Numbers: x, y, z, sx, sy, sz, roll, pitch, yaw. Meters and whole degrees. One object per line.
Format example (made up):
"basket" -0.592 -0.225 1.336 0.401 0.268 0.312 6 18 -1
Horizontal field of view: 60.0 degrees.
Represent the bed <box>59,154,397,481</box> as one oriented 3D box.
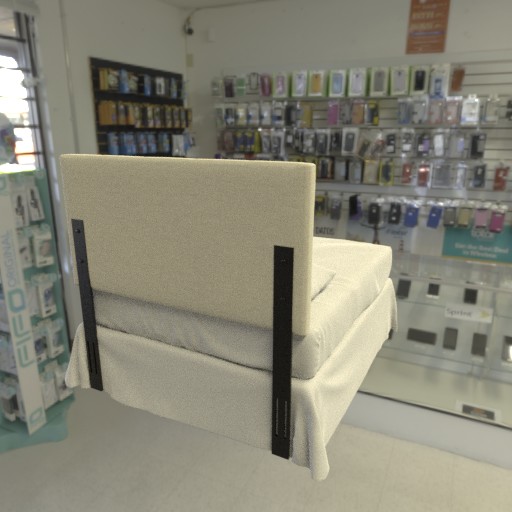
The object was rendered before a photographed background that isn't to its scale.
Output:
"bed" 0.000 0.000 3.385 1.936 1.577 2.222 8 18 27
